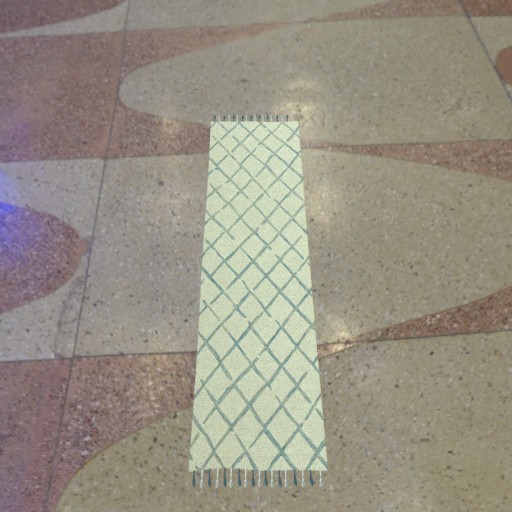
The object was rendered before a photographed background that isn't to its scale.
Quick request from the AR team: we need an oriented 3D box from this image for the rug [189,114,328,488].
[{"bbox_3d":[0.000,0.000,2.555,0.620,0.008,2.372,0,58,0],"label":"rug"}]
